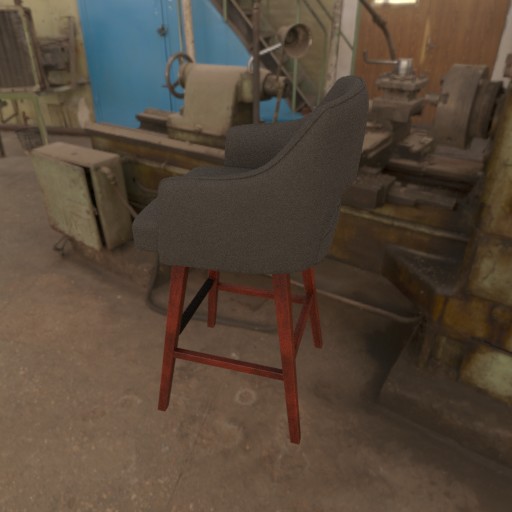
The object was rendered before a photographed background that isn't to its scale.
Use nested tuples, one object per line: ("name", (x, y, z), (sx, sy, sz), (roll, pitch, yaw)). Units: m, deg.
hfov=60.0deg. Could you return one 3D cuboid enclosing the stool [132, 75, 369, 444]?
("stool", (0.000, 0.000, 1.350), (0.558, 1.012, 0.548), (8, 31, 14))
